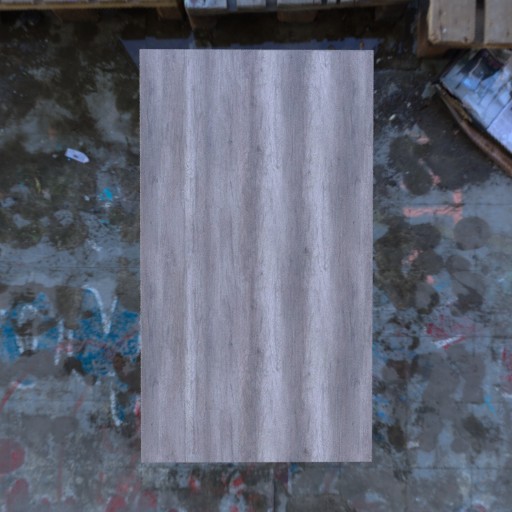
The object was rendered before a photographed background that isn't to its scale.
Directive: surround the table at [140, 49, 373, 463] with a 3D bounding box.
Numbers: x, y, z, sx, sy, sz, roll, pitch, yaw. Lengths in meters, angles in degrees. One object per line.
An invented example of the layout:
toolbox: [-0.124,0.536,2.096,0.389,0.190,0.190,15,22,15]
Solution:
table: [0.000,0.000,2.107,0.900,0.775,1.600,0,91,-1]
